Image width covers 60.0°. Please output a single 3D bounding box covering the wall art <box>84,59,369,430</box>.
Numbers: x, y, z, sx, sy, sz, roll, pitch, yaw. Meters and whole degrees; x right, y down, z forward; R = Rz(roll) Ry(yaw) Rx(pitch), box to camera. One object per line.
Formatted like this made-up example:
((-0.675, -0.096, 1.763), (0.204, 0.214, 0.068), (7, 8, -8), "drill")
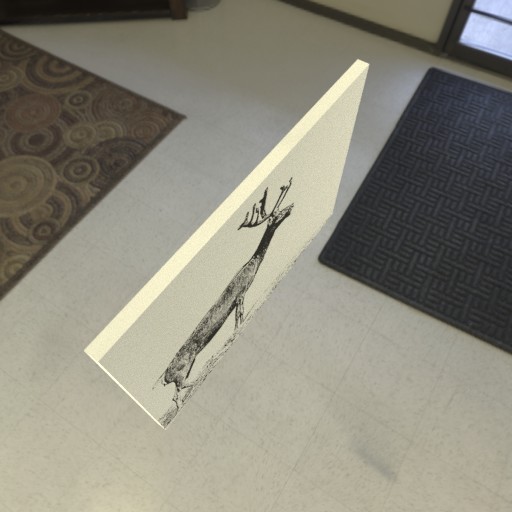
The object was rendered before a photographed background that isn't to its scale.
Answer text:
((0.000, 0.000, 1.158), (0.033, 0.617, 0.906), (31, 64, 17), "wall art")
